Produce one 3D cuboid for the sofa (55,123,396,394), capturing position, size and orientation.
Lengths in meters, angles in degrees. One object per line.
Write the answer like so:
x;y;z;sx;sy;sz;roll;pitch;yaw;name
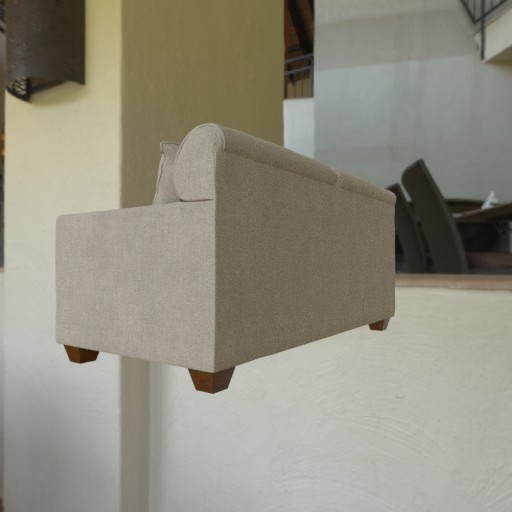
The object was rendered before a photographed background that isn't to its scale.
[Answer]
0.000;0.000;2.463;0.998;0.958;1.846;0;-1;35;sofa
